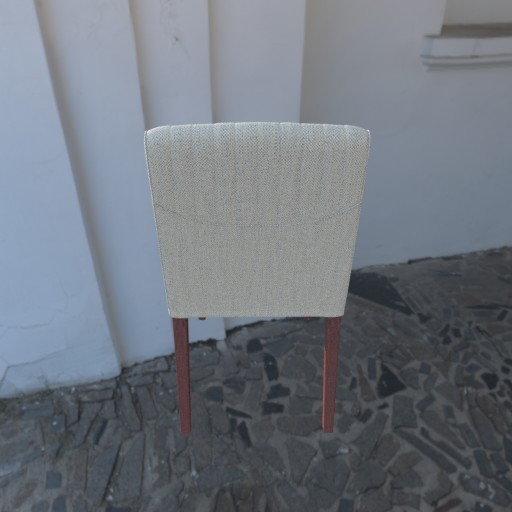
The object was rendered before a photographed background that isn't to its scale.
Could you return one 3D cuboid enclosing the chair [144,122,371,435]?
[{"bbox_3d":[0.000,0.000,1.278,0.480,0.900,0.594,0,31,-1],"label":"chair"}]
